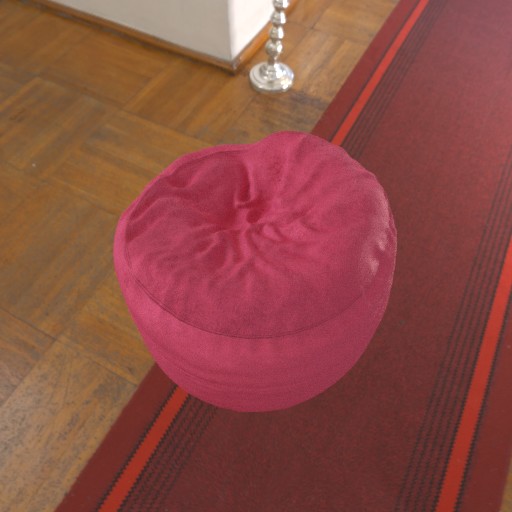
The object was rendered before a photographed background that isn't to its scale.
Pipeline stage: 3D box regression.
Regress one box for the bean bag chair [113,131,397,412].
[{"bbox_3d":[0.000,0.000,1.991,1.218,0.788,1.218,0,58,0],"label":"bean bag chair"}]
